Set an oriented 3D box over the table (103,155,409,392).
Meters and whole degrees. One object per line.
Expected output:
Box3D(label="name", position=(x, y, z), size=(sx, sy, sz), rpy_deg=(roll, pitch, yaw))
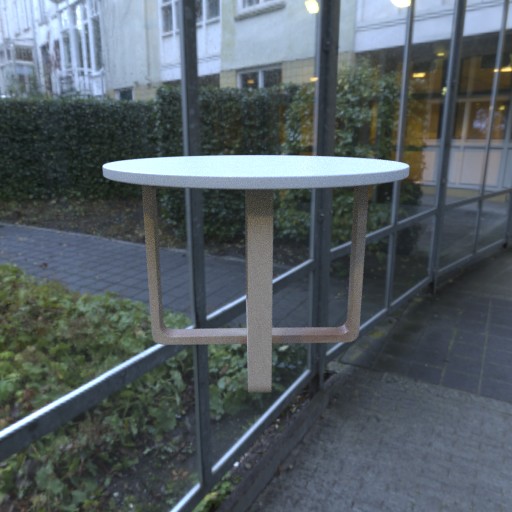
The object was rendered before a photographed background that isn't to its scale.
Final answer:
Box3D(label="table", position=(0.000, 0.000, 0.966), size=(0.600, 0.400, 0.600), rpy_deg=(0, 16, 0))
